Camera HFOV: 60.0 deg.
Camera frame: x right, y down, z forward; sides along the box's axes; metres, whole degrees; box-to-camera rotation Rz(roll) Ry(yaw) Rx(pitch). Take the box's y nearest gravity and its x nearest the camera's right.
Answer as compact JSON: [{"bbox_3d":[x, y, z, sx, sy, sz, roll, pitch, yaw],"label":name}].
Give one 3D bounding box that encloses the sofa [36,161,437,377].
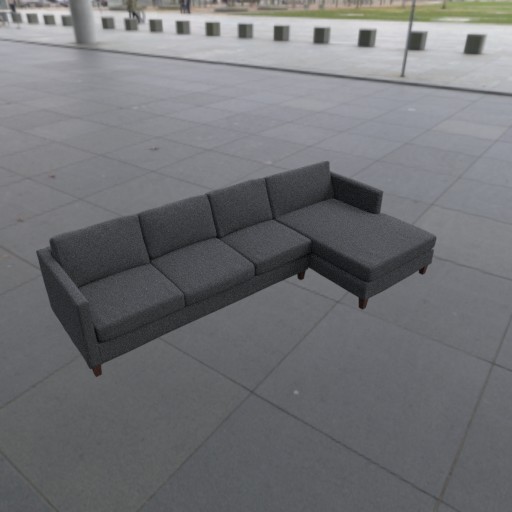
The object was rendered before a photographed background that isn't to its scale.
[{"bbox_3d":[0.000,0.000,3.923,3.186,0.846,1.625,-22,37,-32],"label":"sofa"}]
